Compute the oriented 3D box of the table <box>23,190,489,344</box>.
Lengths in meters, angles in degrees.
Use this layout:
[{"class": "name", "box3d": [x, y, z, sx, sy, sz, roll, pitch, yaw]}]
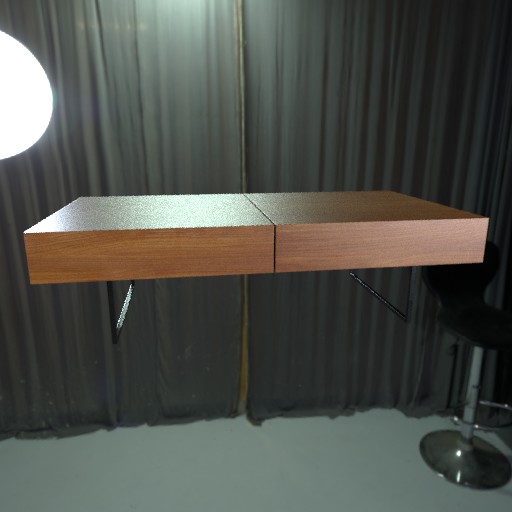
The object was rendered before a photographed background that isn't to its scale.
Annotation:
[{"class": "table", "box3d": [0.000, 0.000, 1.456, 1.194, 0.330, 0.610, -2, 16, -9]}]
